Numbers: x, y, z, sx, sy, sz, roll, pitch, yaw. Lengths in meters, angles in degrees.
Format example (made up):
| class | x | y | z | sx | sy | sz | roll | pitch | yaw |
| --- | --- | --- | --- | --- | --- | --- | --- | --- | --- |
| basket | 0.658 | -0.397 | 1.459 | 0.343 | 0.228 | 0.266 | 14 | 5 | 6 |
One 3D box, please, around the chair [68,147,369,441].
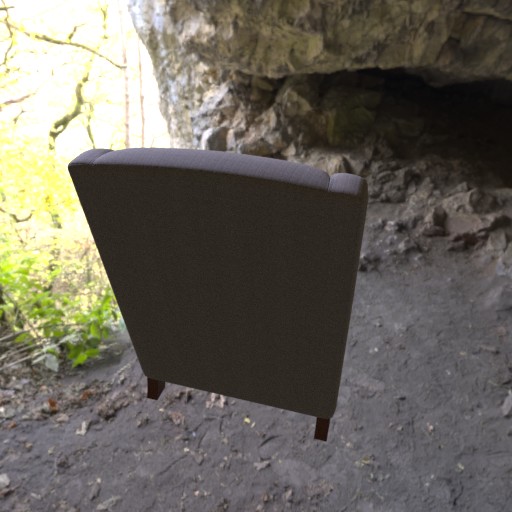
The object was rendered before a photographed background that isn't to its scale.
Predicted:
| class | x | y | z | sx | sy | sz | roll | pitch | yaw |
| --- | --- | --- | --- | --- | --- | --- | --- | --- | --- |
| chair | 0.000 | 0.000 | 1.591 | 0.715 | 1.017 | 0.890 | 9 | 34 | 13 |
